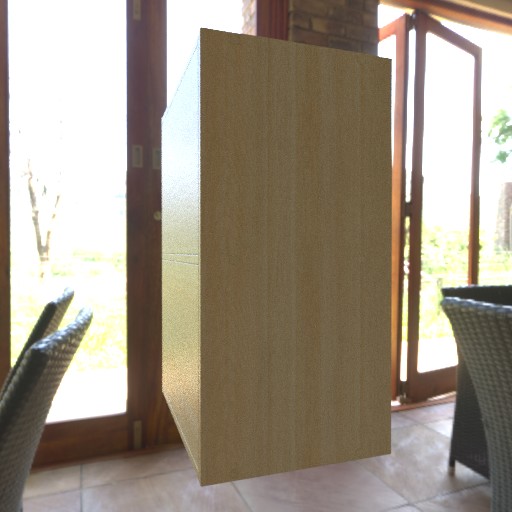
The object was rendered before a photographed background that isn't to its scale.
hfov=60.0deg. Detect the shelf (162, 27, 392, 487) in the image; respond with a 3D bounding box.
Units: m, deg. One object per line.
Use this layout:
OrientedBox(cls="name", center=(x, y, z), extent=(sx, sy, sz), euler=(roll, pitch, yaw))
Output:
OrientedBox(cls="shelf", center=(0.000, 0.000, 0.810), extent=(0.290, 0.592, 0.414), euler=(0, 1, -19))
